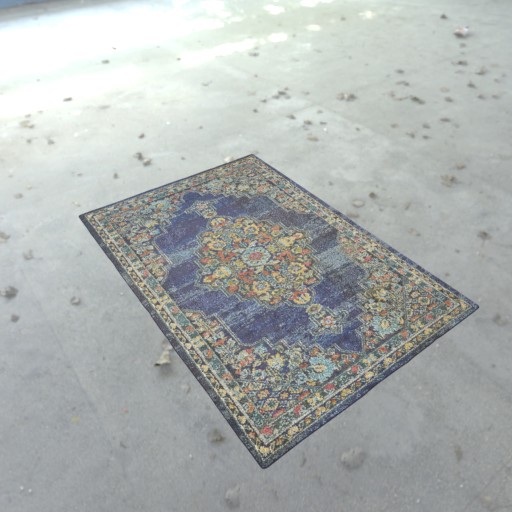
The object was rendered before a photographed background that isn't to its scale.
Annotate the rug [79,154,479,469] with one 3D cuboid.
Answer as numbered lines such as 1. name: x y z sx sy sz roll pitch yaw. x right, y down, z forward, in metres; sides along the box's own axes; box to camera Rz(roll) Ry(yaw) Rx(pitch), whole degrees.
1. rug: 0.000 0.000 3.771 2.053 0.011 2.940 -26 47 -26
